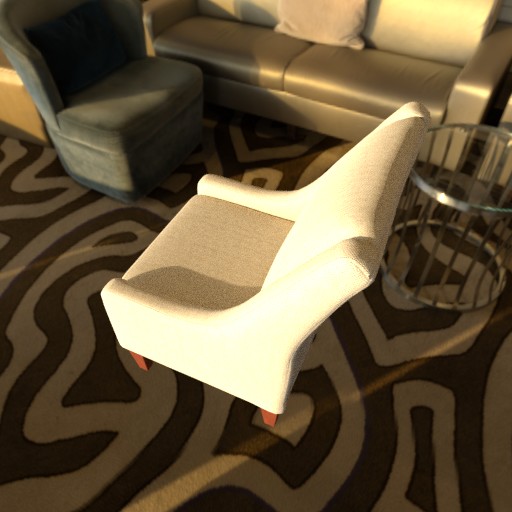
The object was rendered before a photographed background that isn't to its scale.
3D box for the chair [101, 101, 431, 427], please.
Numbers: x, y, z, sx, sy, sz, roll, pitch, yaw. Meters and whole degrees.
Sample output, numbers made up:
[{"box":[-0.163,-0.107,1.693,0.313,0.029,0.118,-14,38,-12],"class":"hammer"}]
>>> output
[{"box":[0.000,0.000,1.606,0.870,1.014,0.774,18,49,17],"class":"chair"}]
